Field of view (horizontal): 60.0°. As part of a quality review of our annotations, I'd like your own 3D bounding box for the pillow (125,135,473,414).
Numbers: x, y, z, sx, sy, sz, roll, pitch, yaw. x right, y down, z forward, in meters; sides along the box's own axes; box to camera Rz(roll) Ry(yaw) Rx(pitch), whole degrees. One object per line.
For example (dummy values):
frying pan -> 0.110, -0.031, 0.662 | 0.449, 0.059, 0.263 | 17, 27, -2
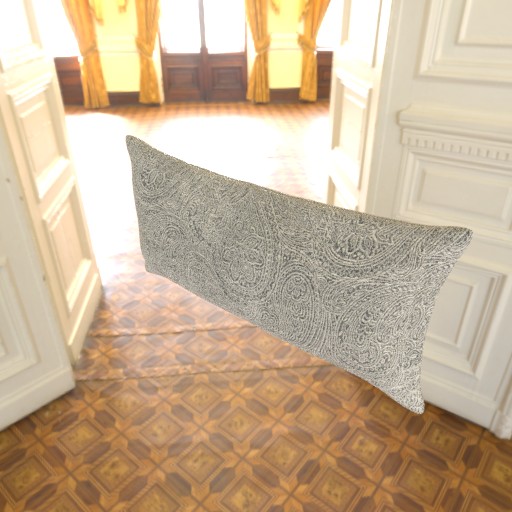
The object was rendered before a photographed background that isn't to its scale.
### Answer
pillow -> 0.000, 0.000, 0.726 | 0.615, 0.295, 0.151 | 22, 37, 33
